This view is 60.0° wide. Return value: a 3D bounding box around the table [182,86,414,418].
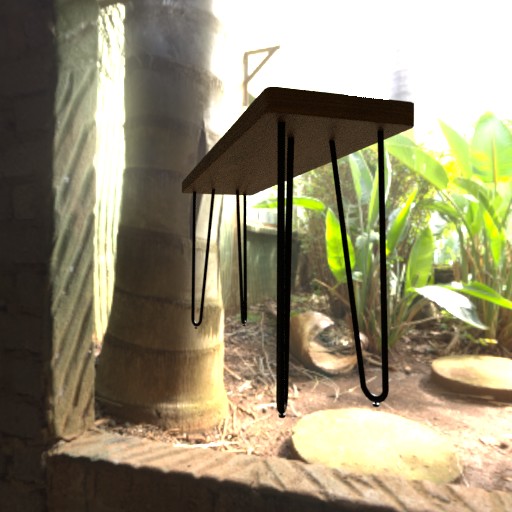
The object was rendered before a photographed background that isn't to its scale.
[{"bbox_3d":[0.000,0.000,1.873,0.425,0.834,1.570,0,1,-17],"label":"table"}]
